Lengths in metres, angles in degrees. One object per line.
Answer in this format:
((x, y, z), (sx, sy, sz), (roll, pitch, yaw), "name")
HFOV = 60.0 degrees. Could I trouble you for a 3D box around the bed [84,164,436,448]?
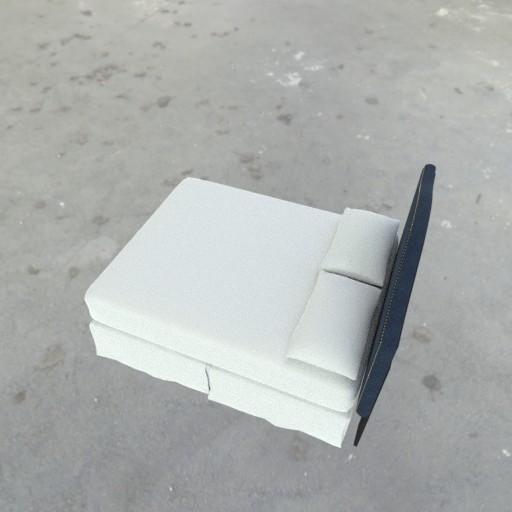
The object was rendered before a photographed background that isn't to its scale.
((0.000, 0.000, 3.325), (2.153, 1.518, 1.725), (16, 48, 15), "bed")
